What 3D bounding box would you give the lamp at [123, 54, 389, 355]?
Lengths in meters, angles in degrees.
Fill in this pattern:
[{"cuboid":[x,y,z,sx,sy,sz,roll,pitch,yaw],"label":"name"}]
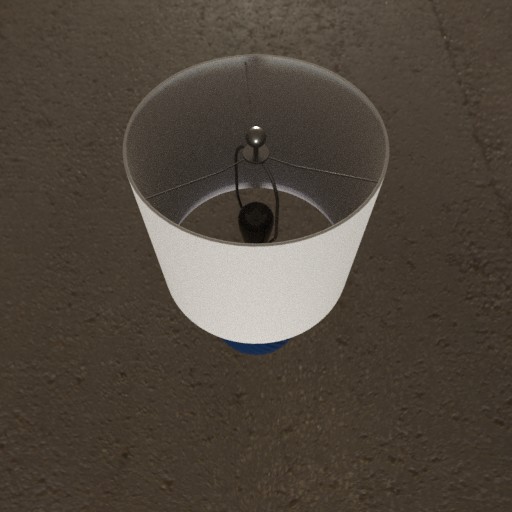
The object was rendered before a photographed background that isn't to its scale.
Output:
[{"cuboid":[0.000,0.000,0.493,0.203,0.368,0.203,-31,64,-18],"label":"lamp"}]
